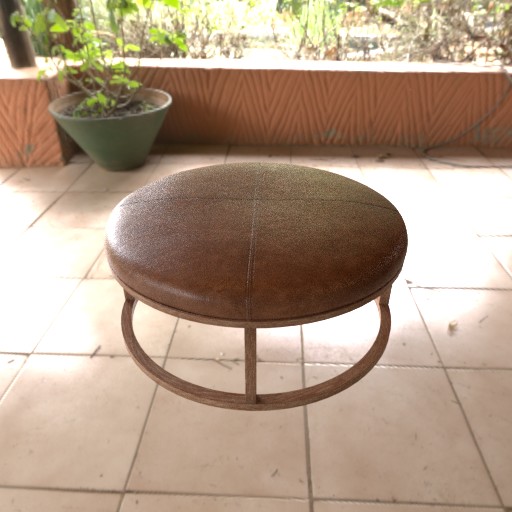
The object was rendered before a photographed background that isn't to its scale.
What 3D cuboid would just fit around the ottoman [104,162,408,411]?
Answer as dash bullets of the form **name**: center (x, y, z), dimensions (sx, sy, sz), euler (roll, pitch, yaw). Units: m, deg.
- **ottoman**: center (0.000, 0.000, 1.587), dimensions (1.006, 0.445, 1.006), euler (0, 31, 0)
